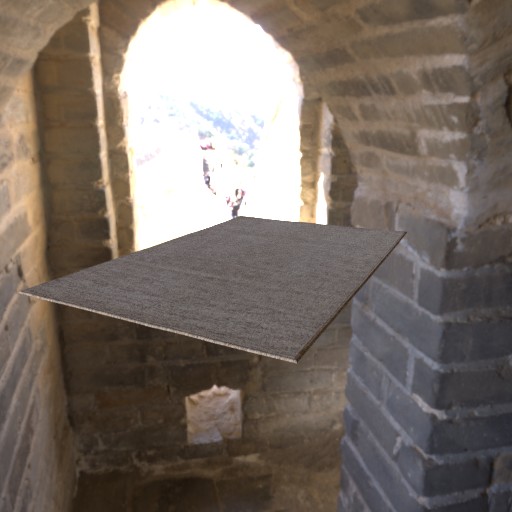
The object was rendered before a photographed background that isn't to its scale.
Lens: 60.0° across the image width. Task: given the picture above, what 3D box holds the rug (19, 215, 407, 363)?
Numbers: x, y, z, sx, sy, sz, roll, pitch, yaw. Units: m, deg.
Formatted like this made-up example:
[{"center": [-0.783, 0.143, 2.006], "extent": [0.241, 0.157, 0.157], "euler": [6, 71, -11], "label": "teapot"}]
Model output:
[{"center": [0.000, 0.000, 2.296], "extent": [1.211, 0.018, 1.822], "euler": [8, 18, 26], "label": "rug"}]
